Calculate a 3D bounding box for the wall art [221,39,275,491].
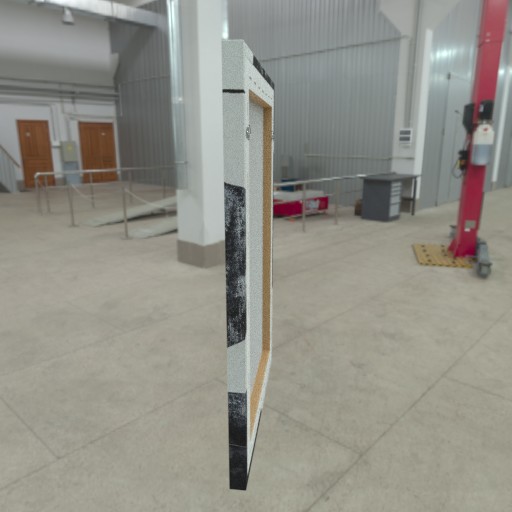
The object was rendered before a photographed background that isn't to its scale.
[{"bbox_3d":[0.000,0.000,1.159,0.041,0.915,0.610,2,15,7],"label":"wall art"}]
